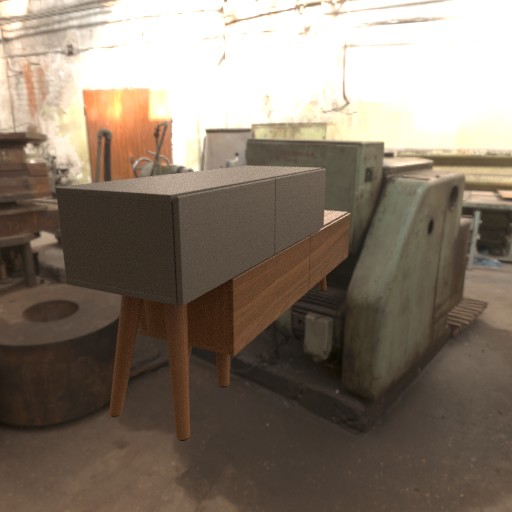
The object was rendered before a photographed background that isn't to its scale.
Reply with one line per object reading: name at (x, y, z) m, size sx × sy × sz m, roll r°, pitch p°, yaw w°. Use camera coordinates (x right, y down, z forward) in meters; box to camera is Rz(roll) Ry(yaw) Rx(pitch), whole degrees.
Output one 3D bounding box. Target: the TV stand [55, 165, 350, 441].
TV stand at (0.000, 0.000, 1.560) m, size 0.329 × 0.591 × 1.336 m, roll 7°, pitch 16°, yaw 25°
